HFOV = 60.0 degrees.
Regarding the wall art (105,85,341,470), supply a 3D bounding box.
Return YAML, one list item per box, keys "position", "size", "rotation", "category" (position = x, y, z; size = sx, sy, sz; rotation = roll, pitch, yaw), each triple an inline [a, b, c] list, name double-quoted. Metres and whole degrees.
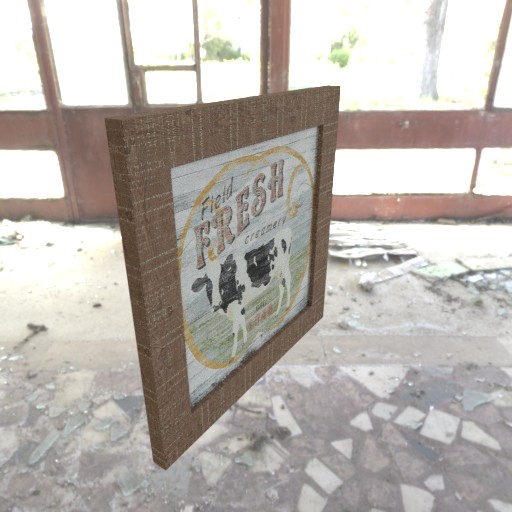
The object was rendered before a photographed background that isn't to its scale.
- position: [0.000, 0.000, 0.783]
  size: [0.029, 0.531, 0.531]
  rotation: [17, 30, 31]
  category: "wall art"
